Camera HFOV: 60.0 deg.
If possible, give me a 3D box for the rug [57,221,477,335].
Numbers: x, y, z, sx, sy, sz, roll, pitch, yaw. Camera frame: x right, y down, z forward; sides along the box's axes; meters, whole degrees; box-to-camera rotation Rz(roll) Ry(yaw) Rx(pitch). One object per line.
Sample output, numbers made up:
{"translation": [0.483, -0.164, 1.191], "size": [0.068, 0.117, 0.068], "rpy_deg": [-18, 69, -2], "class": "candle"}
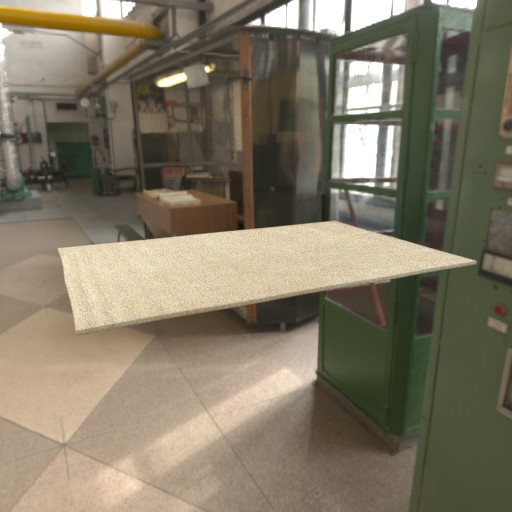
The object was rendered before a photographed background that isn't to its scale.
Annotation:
{"translation": [0.000, 0.000, 2.934], "size": [2.346, 0.025, 1.500], "rpy_deg": [-7, 17, -25], "class": "rug"}
